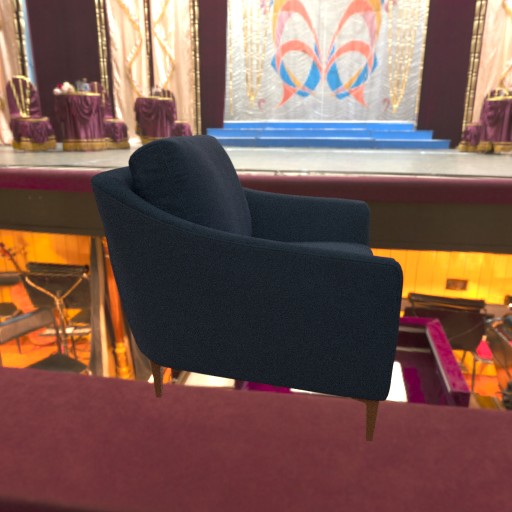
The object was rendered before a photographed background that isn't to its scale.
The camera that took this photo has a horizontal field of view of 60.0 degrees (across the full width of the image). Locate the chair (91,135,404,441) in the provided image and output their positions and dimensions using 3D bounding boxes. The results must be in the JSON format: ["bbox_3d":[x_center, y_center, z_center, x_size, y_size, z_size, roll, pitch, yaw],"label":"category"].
[{"bbox_3d":[0.000,0.000,1.718,0.961,0.899,0.987,2,17,8],"label":"chair"}]
